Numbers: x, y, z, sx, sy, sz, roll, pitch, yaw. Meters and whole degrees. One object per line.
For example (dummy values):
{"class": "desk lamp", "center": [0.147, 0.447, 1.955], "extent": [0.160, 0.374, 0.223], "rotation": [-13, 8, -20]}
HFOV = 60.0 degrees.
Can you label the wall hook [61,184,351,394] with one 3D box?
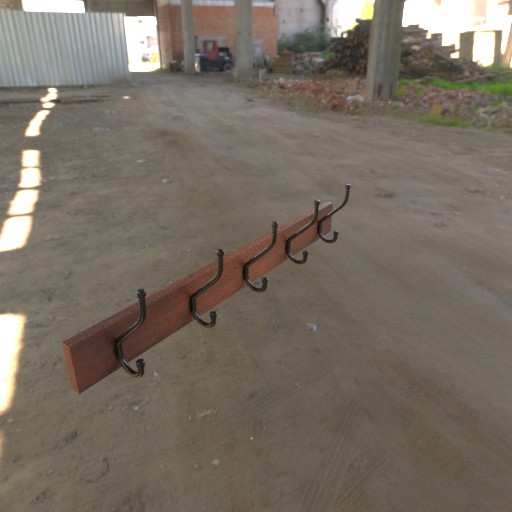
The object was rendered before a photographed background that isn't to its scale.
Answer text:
{"class": "wall hook", "center": [0.000, 0.000, 0.636], "extent": [0.071, 0.117, 0.571], "rotation": [17, 29, 32]}
